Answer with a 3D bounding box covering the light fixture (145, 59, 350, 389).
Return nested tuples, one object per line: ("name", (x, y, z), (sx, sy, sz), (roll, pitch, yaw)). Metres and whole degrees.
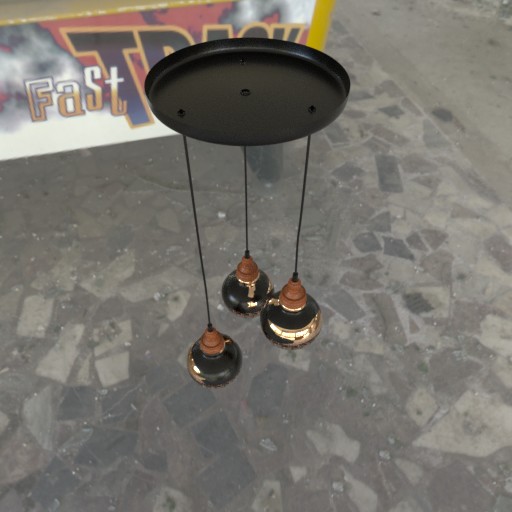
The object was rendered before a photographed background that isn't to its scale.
("light fixture", (0.000, 0.000, 1.721), (0.605, 1.410, 0.608), (17, 49, 15))
